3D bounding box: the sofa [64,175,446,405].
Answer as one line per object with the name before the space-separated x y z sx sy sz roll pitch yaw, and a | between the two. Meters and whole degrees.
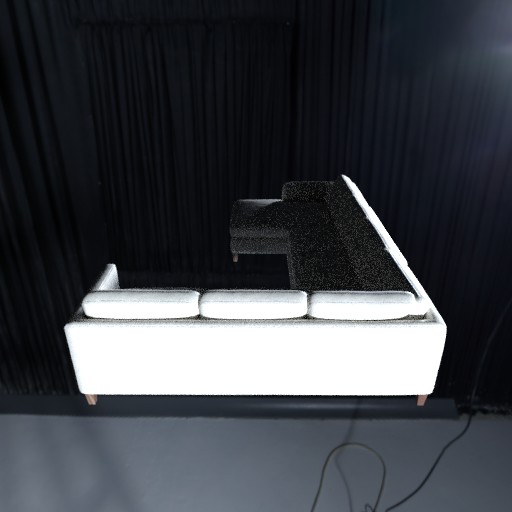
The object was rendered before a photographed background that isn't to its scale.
sofa | 0.000 0.000 4.430 2.551 0.853 3.238 0 26 0
